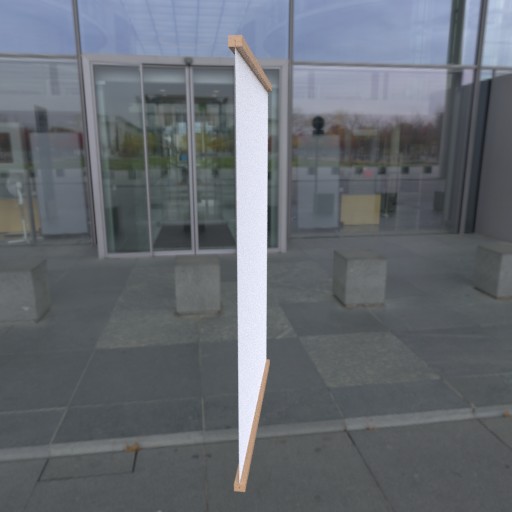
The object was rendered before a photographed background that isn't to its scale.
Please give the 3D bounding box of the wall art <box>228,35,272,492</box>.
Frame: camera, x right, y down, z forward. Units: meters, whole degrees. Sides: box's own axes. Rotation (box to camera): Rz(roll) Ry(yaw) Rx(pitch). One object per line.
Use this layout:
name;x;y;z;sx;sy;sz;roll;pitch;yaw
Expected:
wall art;0.000;0.000;0.770;0.016;0.611;0.401;2;13;7
